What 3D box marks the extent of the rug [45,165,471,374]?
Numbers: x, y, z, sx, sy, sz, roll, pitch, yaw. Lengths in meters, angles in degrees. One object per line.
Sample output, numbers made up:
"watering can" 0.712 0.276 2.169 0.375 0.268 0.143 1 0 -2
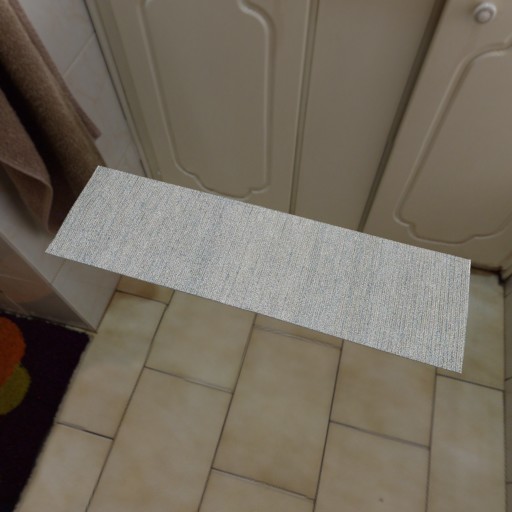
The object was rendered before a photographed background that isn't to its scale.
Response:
"rug" 0.000 0.000 2.513 2.341 0.037 0.675 15 61 9
